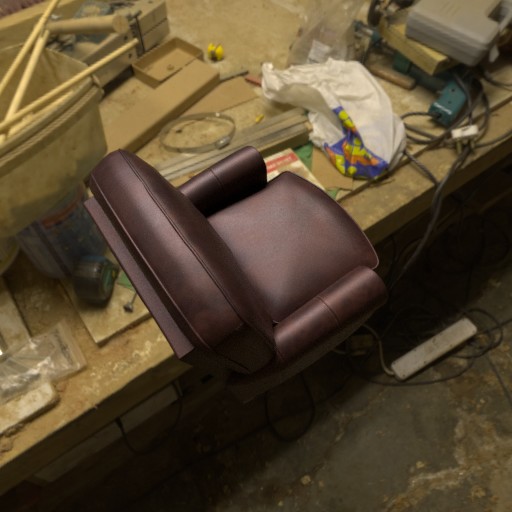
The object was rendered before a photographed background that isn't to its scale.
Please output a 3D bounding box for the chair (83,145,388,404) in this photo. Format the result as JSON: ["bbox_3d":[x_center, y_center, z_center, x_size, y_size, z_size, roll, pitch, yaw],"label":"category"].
[{"bbox_3d":[0.000,0.000,1.807,0.986,1.018,0.936,-30,62,-18],"label":"chair"}]
